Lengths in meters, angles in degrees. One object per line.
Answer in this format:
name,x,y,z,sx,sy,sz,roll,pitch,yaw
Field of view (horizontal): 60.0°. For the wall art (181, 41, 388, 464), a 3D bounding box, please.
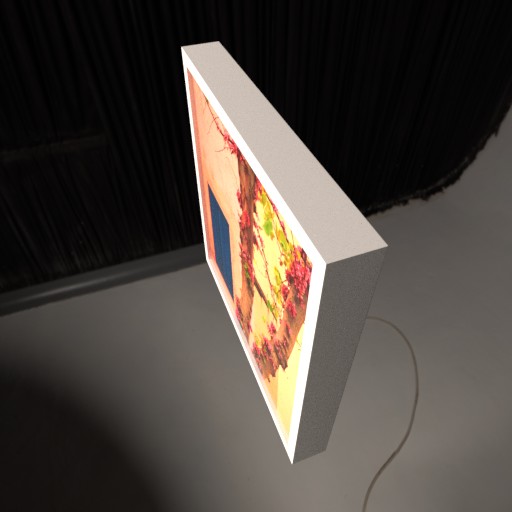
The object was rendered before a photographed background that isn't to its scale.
wall art,0.000,0.000,0.444,0.038,0.302,0.305,-15,48,-14
